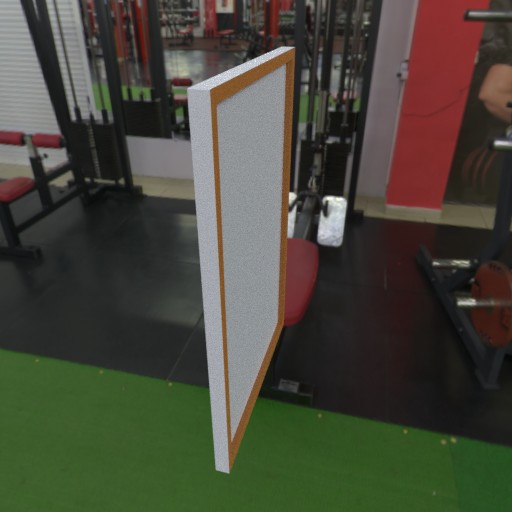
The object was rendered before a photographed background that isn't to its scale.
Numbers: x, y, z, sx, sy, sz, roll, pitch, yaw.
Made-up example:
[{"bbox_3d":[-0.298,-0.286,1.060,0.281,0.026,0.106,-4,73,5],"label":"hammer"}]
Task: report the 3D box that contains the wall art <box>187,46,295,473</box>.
[{"bbox_3d":[0.000,0.000,1.133,0.037,0.916,0.610,8,32,14],"label":"wall art"}]
